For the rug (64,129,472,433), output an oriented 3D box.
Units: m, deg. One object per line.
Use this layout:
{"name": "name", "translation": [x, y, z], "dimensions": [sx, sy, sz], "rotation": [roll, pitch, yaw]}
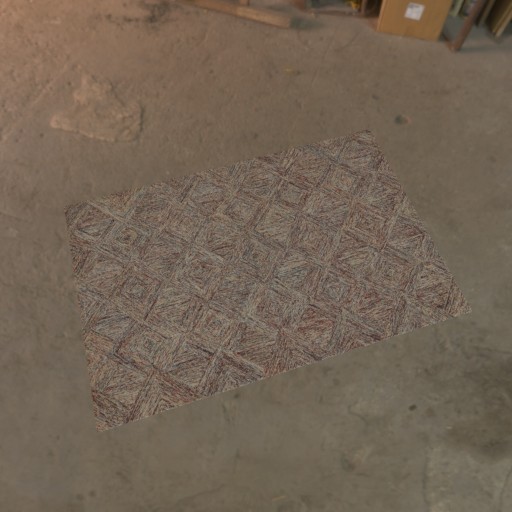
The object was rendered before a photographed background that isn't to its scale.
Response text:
{"name": "rug", "translation": [0.000, 0.000, 2.878], "dimensions": [2.285, 0.019, 1.523], "rotation": [-16, 64, -8]}
